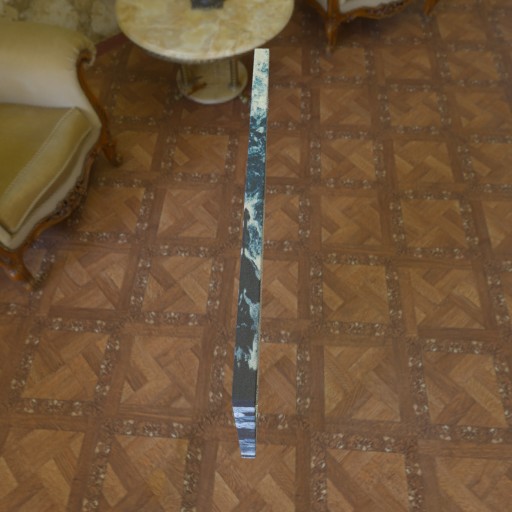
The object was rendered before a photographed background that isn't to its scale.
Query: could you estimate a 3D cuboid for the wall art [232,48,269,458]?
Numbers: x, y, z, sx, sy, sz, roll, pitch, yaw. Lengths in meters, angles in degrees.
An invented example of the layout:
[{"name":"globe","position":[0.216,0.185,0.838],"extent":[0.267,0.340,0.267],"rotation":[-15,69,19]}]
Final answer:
[{"name":"wall art","position":[0.000,0.000,1.186],"extent":[0.042,0.610,0.915],"rotation":[2,58,1]}]
